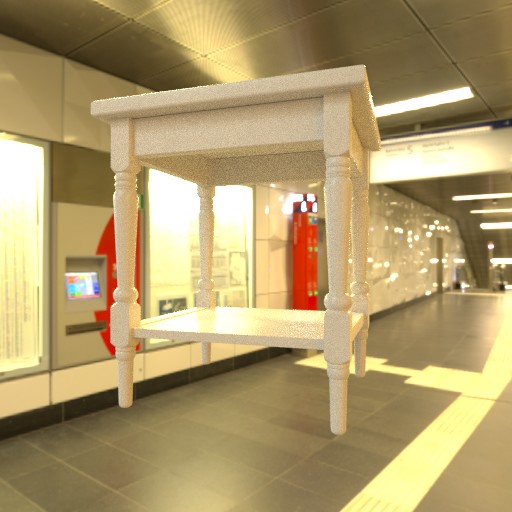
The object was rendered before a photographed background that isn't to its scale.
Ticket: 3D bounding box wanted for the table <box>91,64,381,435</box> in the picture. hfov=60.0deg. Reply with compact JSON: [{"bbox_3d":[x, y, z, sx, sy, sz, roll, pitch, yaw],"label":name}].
[{"bbox_3d":[0.000,0.000,0.937,0.488,0.565,0.442,0,0,19],"label":"table"}]
